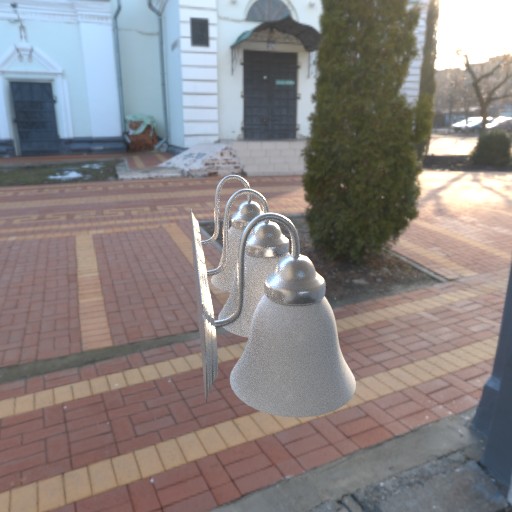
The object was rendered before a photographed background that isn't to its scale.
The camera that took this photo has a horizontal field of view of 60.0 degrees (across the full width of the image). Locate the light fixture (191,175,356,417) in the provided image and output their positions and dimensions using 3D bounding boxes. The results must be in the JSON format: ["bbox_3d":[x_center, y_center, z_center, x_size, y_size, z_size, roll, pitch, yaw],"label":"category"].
[{"bbox_3d":[0.000,0.000,0.732,0.199,0.222,0.610,-3,17,-9],"label":"light fixture"}]
